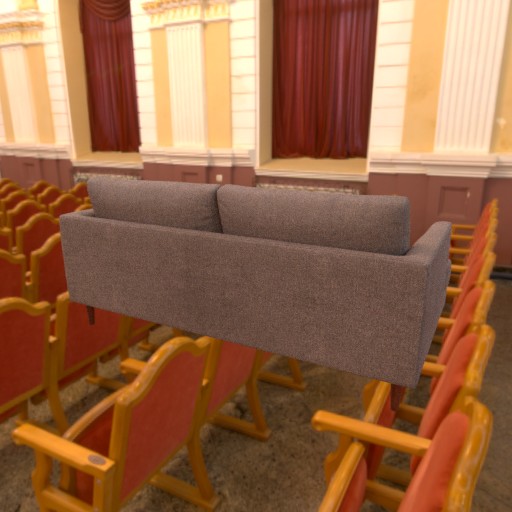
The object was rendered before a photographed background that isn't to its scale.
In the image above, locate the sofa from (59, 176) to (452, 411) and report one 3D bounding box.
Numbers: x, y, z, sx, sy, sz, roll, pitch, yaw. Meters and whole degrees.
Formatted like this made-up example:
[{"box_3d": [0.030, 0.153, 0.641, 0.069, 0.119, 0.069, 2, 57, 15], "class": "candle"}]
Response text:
[{"box_3d": [0.000, 0.000, 2.478, 1.948, 0.868, 1.020, 8, 18, 27], "class": "sofa"}]
